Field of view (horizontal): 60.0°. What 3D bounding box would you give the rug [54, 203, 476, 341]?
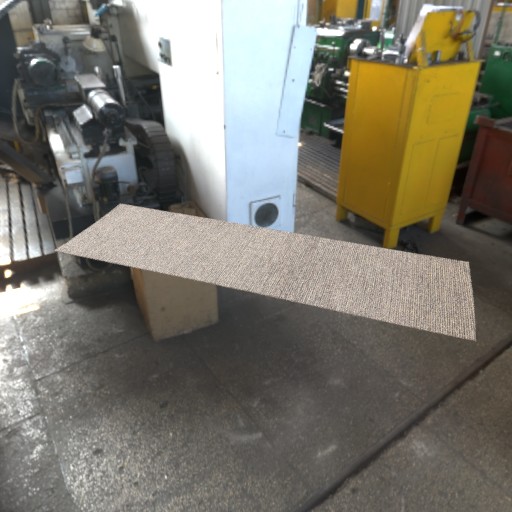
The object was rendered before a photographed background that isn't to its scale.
[{"bbox_3d":[0.000,0.000,2.579,2.335,0.013,0.697,11,33,17],"label":"rug"}]
